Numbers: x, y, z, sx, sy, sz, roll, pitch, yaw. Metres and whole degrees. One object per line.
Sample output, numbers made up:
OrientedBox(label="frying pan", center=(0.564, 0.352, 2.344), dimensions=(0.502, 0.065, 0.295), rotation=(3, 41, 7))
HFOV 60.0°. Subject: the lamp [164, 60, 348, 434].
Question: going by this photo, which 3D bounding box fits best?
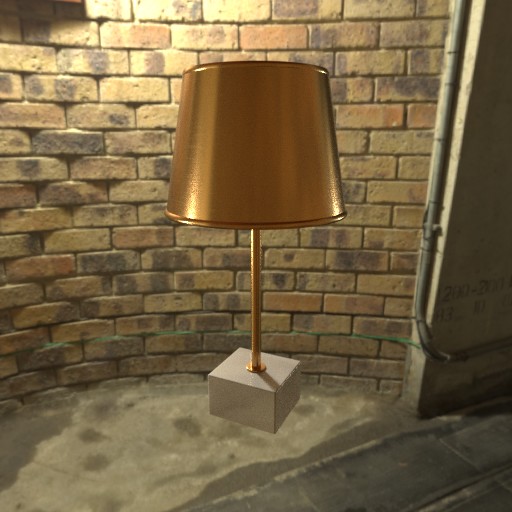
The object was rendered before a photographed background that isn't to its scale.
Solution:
OrientedBox(label="lamp", center=(0.000, 0.000, 0.527), dimensions=(0.208, 0.406, 0.208), rotation=(0, 15, 0))
